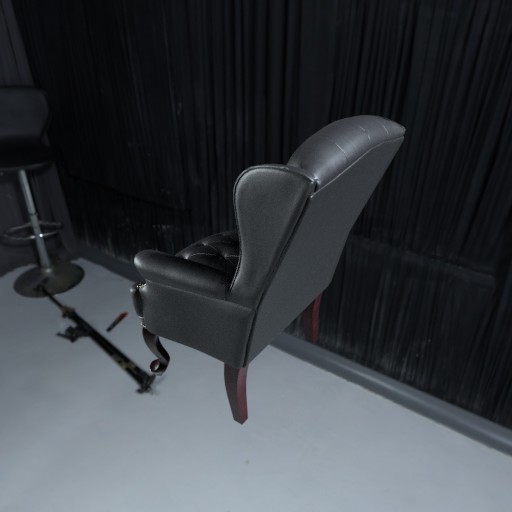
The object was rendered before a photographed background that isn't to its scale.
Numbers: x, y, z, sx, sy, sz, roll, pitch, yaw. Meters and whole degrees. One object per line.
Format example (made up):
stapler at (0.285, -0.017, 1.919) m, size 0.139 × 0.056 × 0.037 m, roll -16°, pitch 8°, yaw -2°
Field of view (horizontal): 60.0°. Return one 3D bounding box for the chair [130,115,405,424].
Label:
chair at (0.000, 0.000, 1.740) m, size 0.822 × 1.133 × 0.831 m, roll 20°, pitch 36°, yaw 30°
